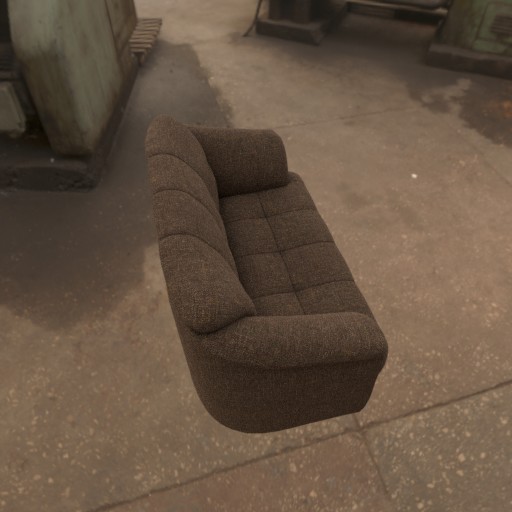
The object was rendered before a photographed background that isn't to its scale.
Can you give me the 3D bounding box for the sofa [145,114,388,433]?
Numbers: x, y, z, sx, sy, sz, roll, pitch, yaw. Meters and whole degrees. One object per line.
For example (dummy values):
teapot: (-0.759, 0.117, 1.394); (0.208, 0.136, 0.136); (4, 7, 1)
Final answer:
sofa: (0.000, 0.000, 2.011); (0.799, 0.895, 1.404); (-10, 48, -10)
